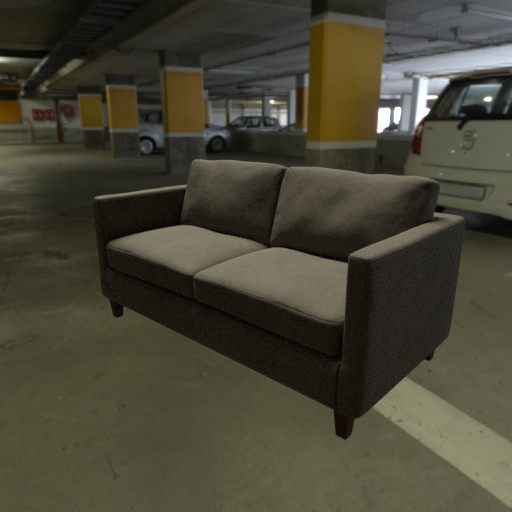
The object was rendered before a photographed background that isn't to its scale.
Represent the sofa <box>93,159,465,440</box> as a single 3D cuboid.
[{"bbox_3d":[0.000,0.000,2.454,1.884,0.963,0.950,15,22,40],"label":"sofa"}]
